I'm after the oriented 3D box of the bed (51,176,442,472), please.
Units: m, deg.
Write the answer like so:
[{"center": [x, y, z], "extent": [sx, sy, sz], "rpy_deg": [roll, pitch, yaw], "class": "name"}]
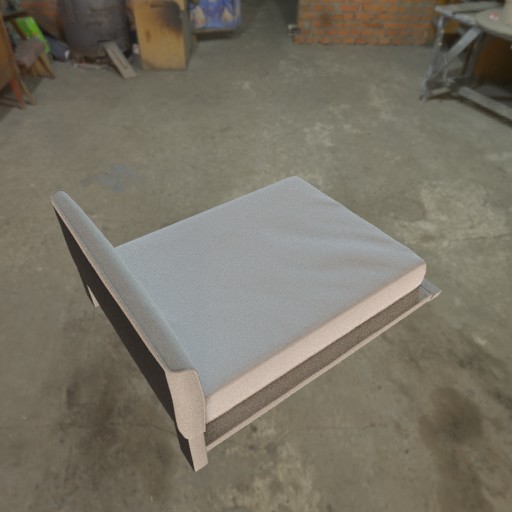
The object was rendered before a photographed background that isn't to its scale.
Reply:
[{"center": [0.000, 0.000, 3.608], "extent": [2.498, 1.126, 1.980], "rpy_deg": [-26, 48, -26], "class": "bed"}]
